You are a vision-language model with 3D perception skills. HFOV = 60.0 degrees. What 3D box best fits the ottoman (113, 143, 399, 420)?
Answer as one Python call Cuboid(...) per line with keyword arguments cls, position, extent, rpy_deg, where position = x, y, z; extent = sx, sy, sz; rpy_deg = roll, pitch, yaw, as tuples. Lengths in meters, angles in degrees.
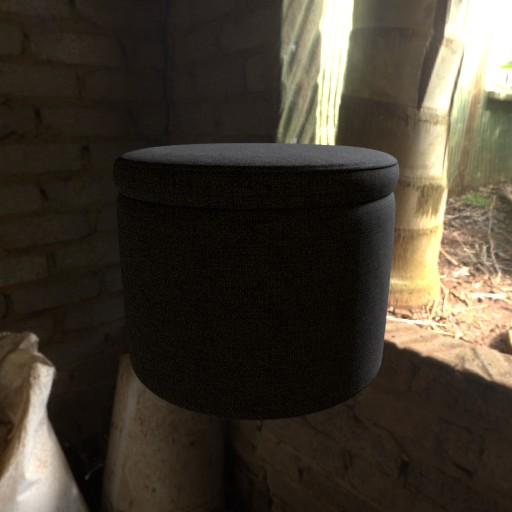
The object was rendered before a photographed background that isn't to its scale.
Cuboid(cls="ottoman", position=(0.000, 0.000, 0.888), extent=(0.520, 0.430, 0.520), rpy_deg=(0, 17, 0))
